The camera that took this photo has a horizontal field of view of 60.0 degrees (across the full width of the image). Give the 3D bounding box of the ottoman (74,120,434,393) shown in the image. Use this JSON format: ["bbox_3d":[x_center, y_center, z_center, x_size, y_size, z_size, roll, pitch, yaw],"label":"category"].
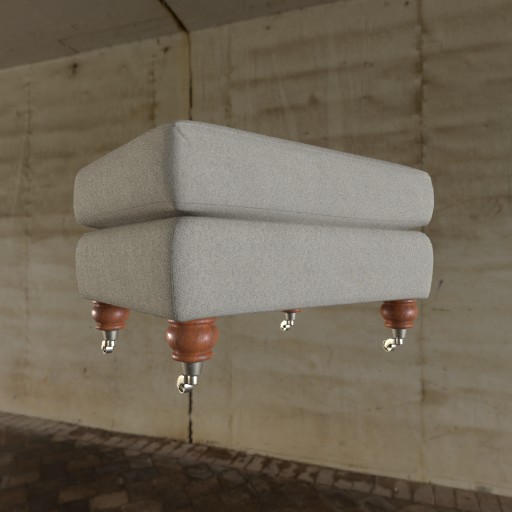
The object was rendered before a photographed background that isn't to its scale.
[{"bbox_3d":[0.000,0.000,1.133,0.773,0.504,0.569,0,0,-37],"label":"ottoman"}]
